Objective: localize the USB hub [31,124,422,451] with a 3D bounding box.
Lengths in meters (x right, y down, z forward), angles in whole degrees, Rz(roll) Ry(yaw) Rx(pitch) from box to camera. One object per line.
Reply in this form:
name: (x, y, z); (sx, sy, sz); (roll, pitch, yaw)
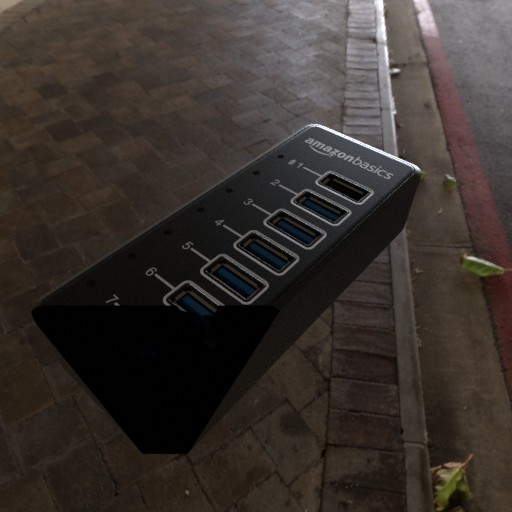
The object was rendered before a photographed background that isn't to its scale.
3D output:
USB hub: (0.000, 0.000, 0.126); (0.044, 0.023, 0.110); (33, 55, 27)
